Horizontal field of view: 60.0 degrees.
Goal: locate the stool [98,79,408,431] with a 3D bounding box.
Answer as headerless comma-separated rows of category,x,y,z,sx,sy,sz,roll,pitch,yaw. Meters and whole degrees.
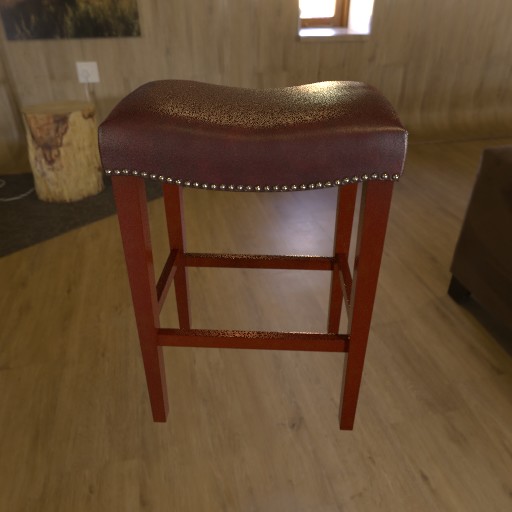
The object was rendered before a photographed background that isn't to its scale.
stool,0.000,0.000,1.026,0.504,0.742,0.372,2,31,2
